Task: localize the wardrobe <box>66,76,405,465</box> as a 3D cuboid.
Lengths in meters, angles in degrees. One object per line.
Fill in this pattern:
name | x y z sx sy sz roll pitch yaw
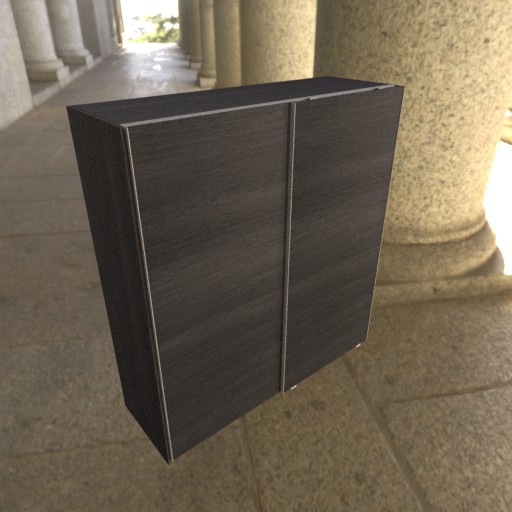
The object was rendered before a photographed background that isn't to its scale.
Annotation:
wardrobe | 0.000 0.000 2.818 1.780 1.960 0.629 -22 35 -34
